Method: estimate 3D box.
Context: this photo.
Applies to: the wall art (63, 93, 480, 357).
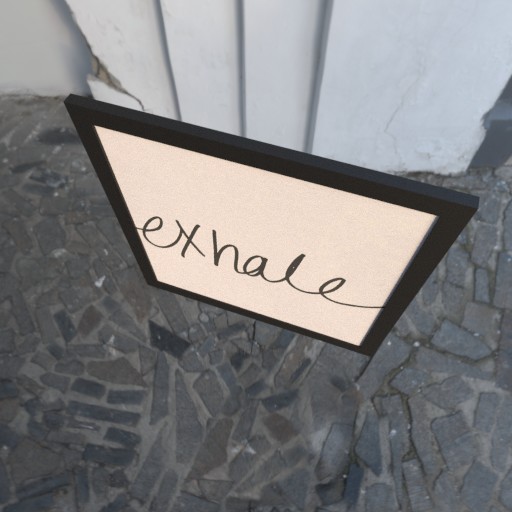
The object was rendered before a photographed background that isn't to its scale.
[{"bbox_3d":[0.000,0.000,0.519,0.358,0.357,0.012,17,61,10],"label":"wall art"}]
